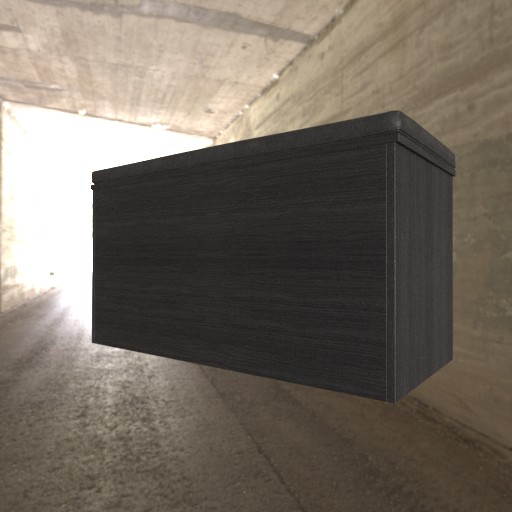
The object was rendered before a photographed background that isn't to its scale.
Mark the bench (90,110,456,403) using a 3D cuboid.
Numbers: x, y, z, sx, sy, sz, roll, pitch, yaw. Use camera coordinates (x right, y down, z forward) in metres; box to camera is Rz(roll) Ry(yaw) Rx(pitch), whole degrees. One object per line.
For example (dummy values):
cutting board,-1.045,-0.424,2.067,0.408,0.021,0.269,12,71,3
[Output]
bench,0.000,0.000,1.175,0.905,0.501,0.401,0,0,37
